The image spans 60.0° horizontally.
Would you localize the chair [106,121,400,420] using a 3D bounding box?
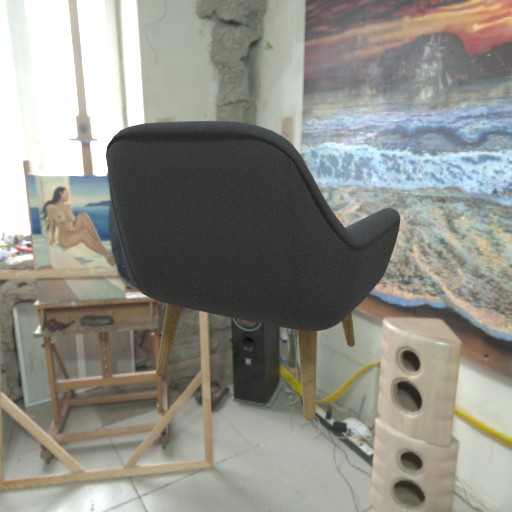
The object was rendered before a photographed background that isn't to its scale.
[{"bbox_3d":[0.000,0.000,1.422,0.770,0.800,0.779,7,16,27],"label":"chair"}]
